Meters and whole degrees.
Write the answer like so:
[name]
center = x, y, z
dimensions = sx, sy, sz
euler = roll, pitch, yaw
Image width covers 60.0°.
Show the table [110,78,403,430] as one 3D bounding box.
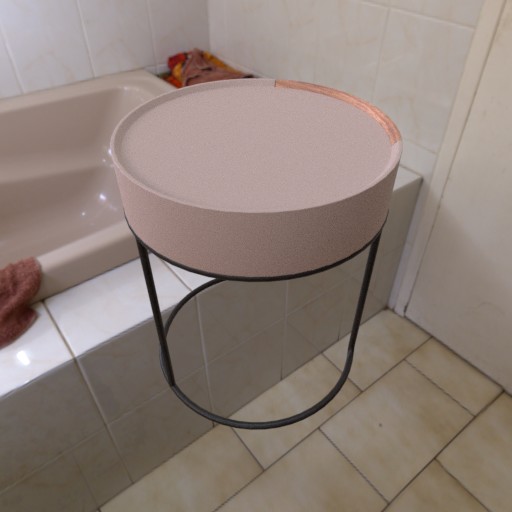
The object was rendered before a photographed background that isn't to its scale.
[table]
center = 0.000, 0.000, 0.872
dimensions = 0.450, 0.530, 0.450
euler = 0, 41, 0
